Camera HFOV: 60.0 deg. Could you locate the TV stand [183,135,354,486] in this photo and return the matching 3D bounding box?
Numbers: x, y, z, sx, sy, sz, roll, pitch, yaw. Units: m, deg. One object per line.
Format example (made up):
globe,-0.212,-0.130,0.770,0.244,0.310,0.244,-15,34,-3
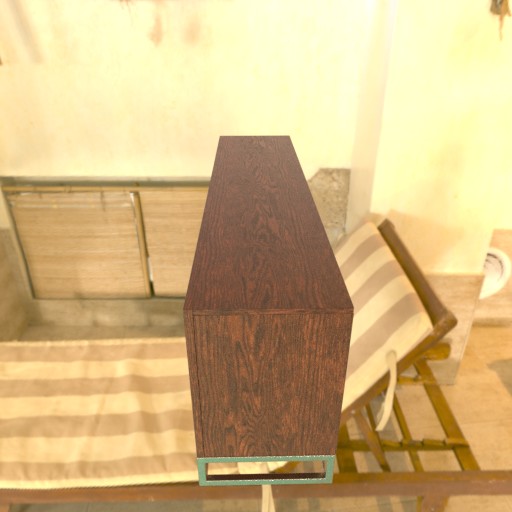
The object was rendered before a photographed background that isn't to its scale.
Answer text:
TV stand,0.000,0.000,1.741,0.382,0.578,1.541,-1,28,-1
